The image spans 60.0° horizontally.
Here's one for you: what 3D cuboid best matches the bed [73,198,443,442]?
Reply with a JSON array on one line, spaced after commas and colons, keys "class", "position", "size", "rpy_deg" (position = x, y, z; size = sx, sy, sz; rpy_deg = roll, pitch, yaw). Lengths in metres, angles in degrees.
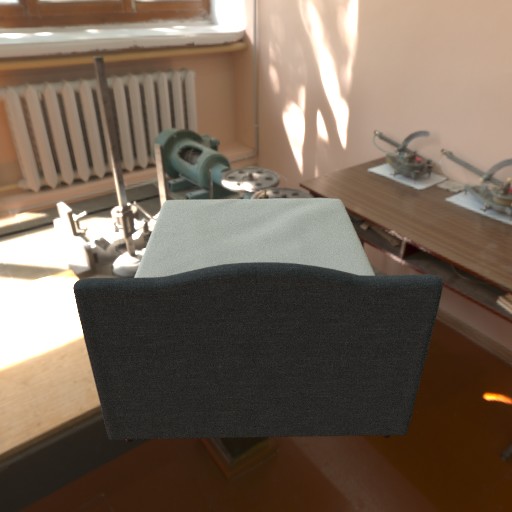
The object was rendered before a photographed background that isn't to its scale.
[{"class": "bed", "position": [0.000, 0.000, 3.889], "size": [2.161, 1.457, 2.689], "rpy_deg": [-1, 31, -1]}]
